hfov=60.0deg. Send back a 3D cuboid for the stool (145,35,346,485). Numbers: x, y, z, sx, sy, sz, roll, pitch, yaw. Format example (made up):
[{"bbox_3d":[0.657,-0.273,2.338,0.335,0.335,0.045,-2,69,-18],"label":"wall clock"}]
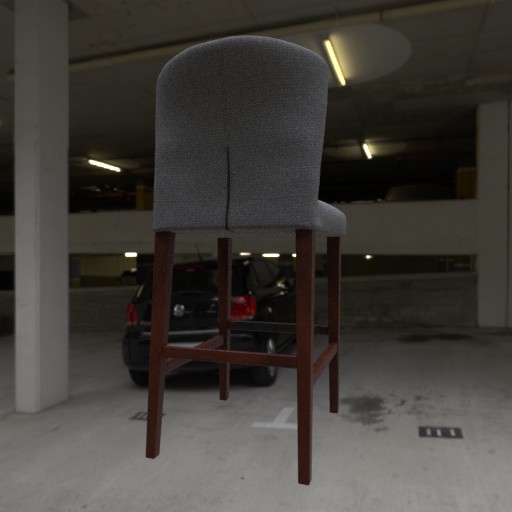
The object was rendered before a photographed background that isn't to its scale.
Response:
[{"bbox_3d":[0.000,0.000,1.342,0.486,1.069,0.568,0,1,19],"label":"stool"}]
